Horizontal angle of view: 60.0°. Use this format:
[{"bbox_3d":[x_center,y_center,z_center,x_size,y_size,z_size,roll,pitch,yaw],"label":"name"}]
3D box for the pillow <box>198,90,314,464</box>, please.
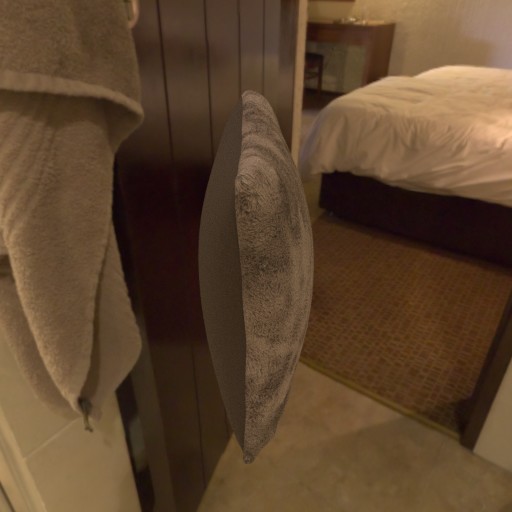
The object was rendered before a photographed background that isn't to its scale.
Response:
[{"bbox_3d":[0.000,0.000,0.826,0.204,0.520,0.522,-1,32,-1],"label":"pillow"}]
